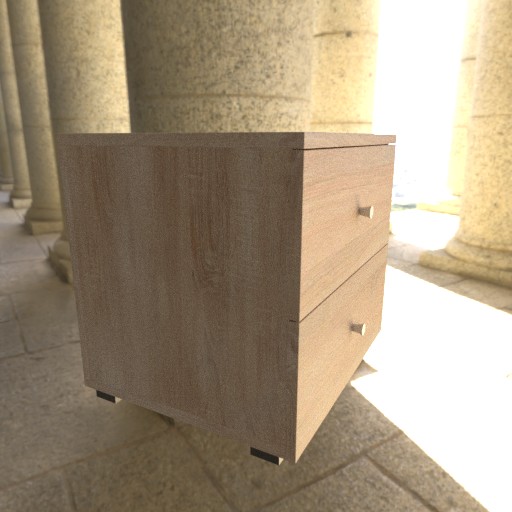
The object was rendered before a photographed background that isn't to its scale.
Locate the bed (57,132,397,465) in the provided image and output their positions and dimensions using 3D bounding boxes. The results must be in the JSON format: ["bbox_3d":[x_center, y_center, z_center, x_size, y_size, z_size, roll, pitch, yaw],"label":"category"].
[{"bbox_3d":[0.000,0.000,0.792,0.401,0.420,0.460,8,17,27],"label":"bed"}]
